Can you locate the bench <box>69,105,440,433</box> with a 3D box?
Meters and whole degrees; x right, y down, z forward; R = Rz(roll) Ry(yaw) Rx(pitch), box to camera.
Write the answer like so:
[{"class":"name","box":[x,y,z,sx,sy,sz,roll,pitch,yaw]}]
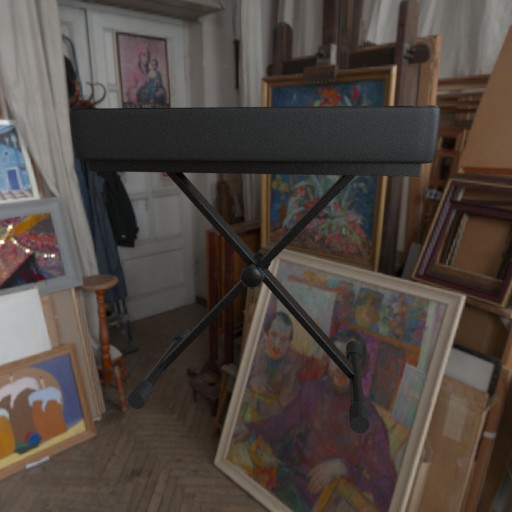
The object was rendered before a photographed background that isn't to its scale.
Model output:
[{"class":"bench","box":[0.000,0.000,0.902,0.600,0.561,0.300,3,16,9]}]
